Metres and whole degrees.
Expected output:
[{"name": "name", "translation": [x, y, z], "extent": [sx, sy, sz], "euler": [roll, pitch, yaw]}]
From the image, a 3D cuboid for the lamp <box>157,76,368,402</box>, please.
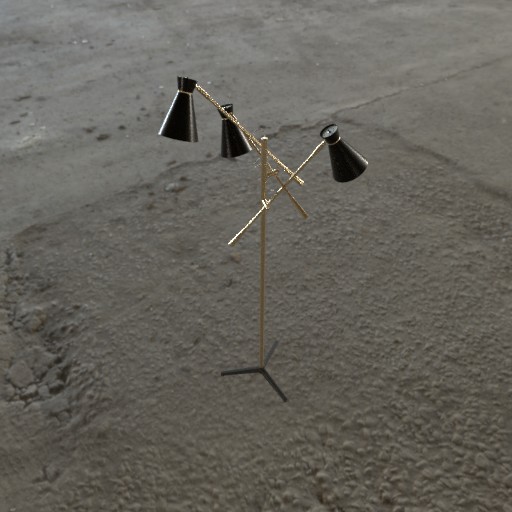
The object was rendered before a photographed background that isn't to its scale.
[{"name": "lamp", "translation": [0.000, 0.000, 2.214], "extent": [0.750, 1.804, 0.653], "euler": [-25, 47, -25]}]
